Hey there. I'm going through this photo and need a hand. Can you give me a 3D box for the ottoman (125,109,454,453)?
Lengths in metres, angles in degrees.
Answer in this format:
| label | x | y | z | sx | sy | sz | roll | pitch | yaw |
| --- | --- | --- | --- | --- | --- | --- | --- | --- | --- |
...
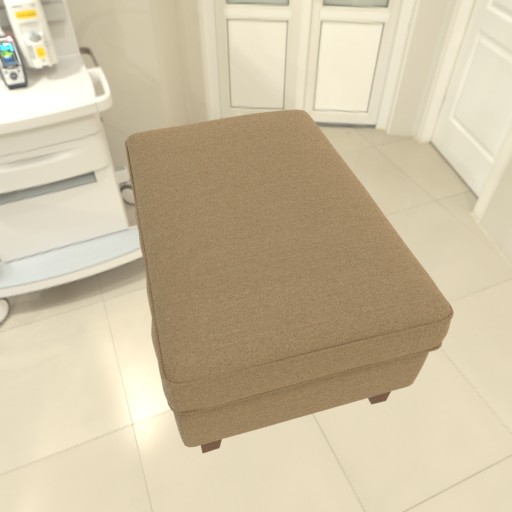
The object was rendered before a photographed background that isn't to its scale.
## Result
| label | x | y | z | sx | sy | sz | roll | pitch | yaw |
| --- | --- | --- | --- | --- | --- | --- | --- | --- | --- |
| ottoman | 0.000 | 0.000 | 1.311 | 0.636 | 0.521 | 0.945 | -12 | 47 | -11 |
